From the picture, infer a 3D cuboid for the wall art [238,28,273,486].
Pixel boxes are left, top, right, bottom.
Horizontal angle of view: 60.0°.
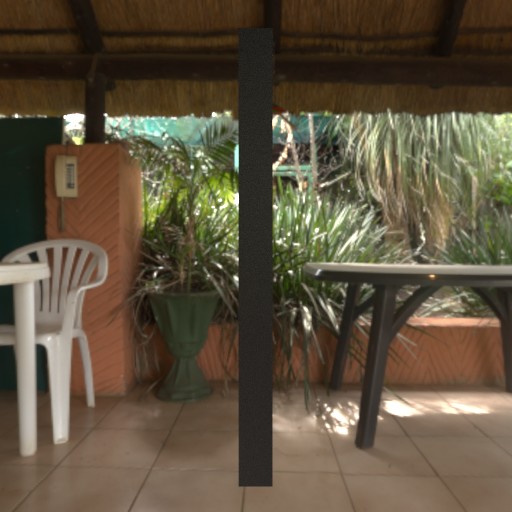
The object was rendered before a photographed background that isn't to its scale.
[{"bbox_3d":[0.000,0.000,0.742,0.038,0.506,0.506,0,1,0],"label":"wall art"}]
